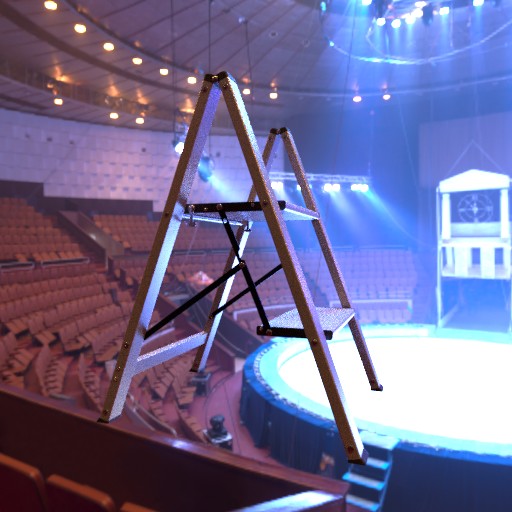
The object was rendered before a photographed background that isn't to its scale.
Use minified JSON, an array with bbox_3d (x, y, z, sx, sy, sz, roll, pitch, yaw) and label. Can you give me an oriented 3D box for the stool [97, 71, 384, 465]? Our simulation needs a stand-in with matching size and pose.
[{"bbox_3d":[0.000,0.000,1.007,0.535,0.670,0.440,0,1,20],"label":"stool"}]
